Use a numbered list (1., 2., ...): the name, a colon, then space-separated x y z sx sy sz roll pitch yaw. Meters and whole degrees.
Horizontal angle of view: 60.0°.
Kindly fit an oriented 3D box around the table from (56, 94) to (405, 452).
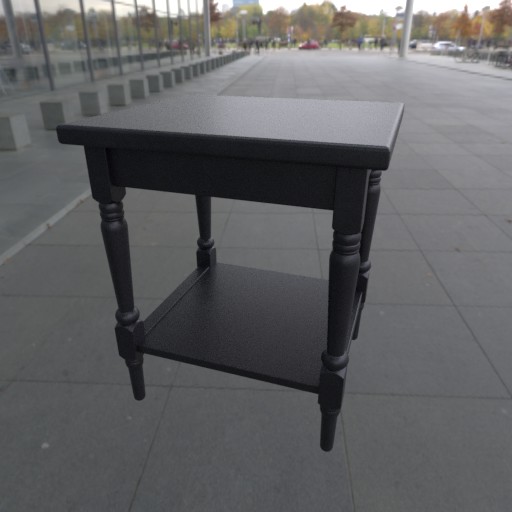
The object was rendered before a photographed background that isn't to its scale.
1. table: 0.000 0.000 0.906 0.488 0.565 0.442 9 27 17
